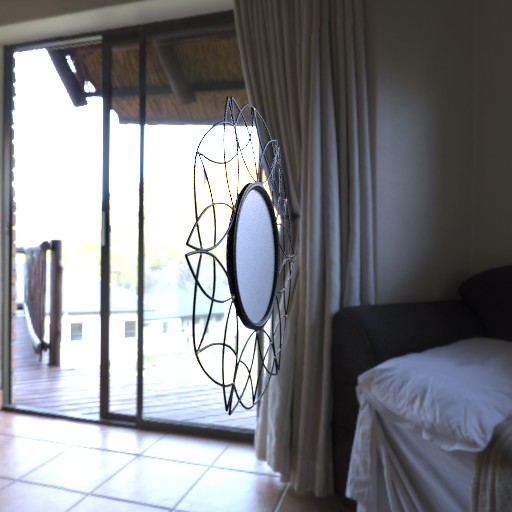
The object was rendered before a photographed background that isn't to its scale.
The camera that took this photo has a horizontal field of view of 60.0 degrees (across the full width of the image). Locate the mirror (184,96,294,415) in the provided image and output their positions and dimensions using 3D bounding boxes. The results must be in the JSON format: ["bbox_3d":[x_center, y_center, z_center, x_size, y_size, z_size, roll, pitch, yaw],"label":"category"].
[{"bbox_3d":[0.000,0.000,1.150,0.028,0.775,0.797,0,-1,18],"label":"mirror"}]
